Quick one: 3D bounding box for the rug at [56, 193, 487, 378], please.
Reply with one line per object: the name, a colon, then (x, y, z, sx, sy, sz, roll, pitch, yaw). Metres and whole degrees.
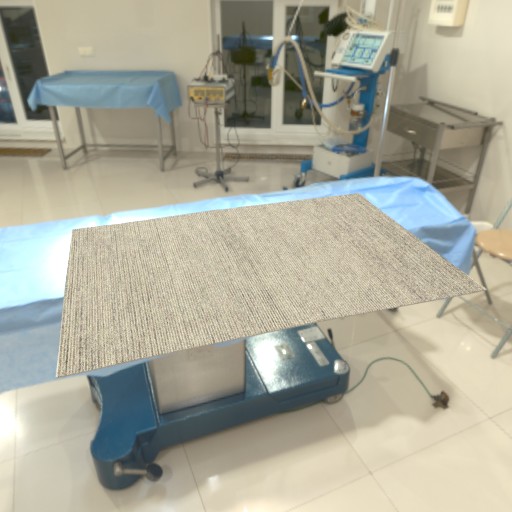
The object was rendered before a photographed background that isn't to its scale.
rug: (0.000, 0.000, 2.225, 1.804, 0.022, 1.162, -9, 32, -14)
